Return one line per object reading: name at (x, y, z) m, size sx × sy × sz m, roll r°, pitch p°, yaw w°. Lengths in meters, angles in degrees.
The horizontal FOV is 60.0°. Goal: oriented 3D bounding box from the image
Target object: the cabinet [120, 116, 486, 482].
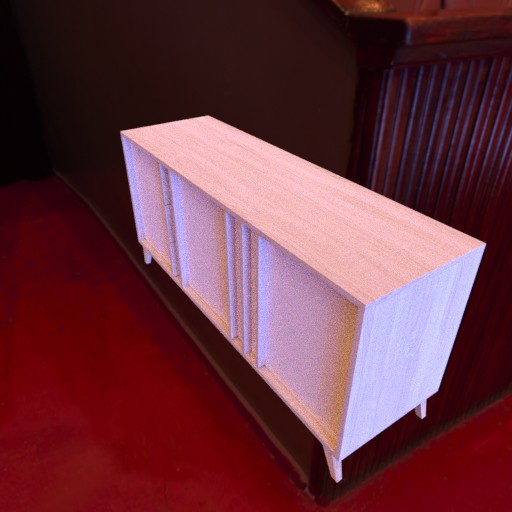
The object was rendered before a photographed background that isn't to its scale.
cabinet at (0.000, 0.000, 1.960) m, size 0.500 × 0.780 × 1.649 m, roll -21°, pitch 38°, yaw -29°
